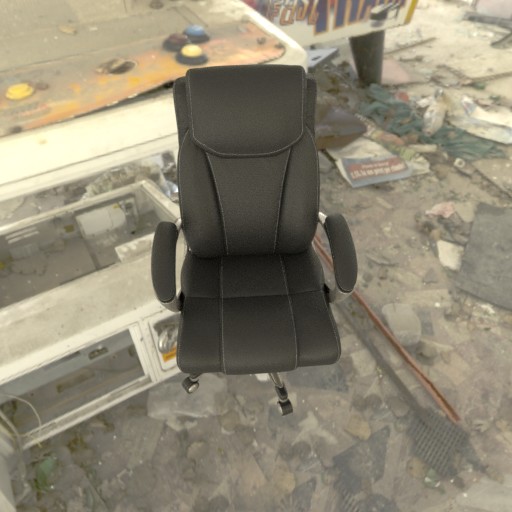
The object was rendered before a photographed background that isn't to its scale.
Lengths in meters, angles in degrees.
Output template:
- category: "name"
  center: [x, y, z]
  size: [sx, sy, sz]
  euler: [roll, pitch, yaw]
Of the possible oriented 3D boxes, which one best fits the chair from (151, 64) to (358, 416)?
- category: "chair"
  center: [0.000, 0.000, 1.667]
  size: [0.741, 1.167, 0.784]
  euler: [-3, 46, -3]
